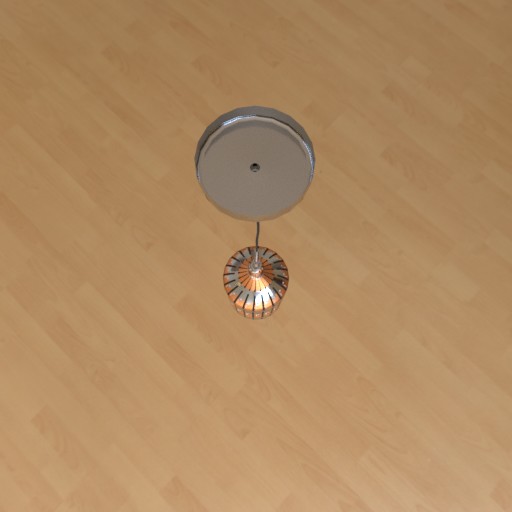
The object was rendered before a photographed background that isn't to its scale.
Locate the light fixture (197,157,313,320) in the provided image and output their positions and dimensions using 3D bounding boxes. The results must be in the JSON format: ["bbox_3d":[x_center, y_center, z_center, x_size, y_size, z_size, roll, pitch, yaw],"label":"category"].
[{"bbox_3d":[0.000,0.000,1.651,0.303,1.535,0.303,0,75,0],"label":"light fixture"}]
